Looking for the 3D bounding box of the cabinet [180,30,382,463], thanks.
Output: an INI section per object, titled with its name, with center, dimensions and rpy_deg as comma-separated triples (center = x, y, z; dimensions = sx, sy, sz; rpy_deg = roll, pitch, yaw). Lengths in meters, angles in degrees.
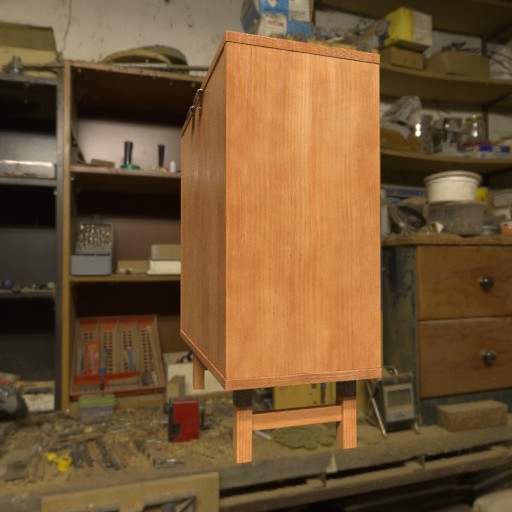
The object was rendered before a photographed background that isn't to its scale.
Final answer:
[cabinet]
center = 0.000, 0.000, 1.428
dimensions = 0.419, 1.001, 0.800
rpy_deg = 0, -1, -17
